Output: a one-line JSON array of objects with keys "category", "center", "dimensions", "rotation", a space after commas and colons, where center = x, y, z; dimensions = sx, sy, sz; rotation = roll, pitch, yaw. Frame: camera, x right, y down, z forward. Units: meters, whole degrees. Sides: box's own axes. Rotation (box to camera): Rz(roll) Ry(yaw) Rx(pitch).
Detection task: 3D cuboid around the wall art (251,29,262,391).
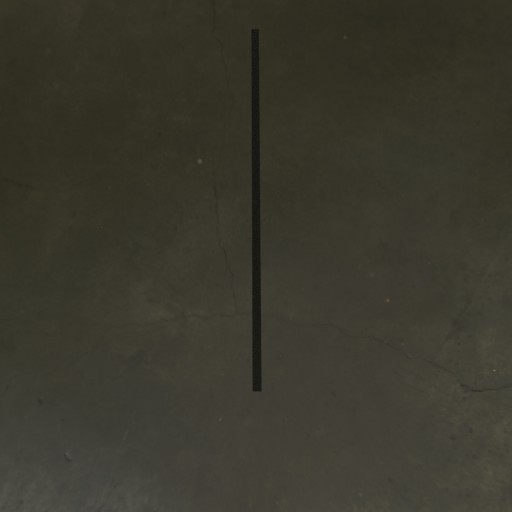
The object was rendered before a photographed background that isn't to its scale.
[{"category": "wall art", "center": [0.000, 0.000, 0.695], "dimensions": [0.008, 0.530, 0.379], "rotation": [0, 76, 0]}]
